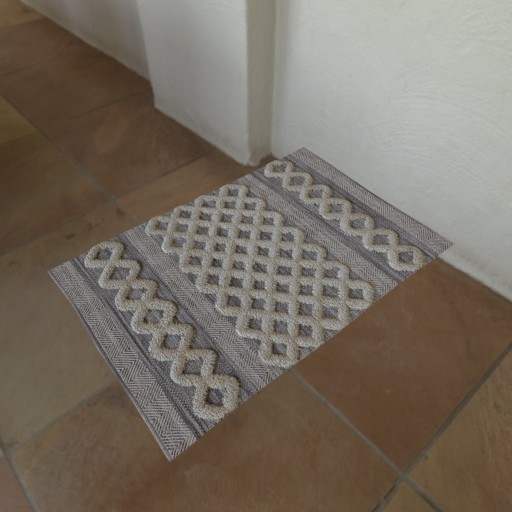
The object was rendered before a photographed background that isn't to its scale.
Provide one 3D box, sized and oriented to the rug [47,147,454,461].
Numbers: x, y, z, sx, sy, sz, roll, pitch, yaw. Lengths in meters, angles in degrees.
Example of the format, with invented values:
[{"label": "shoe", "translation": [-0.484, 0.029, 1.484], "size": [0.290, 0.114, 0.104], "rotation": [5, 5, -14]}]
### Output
[{"label": "rug", "translation": [0.000, 0.000, 2.373], "size": [1.823, 0.030, 1.222], "rotation": [-31, 54, -25]}]
